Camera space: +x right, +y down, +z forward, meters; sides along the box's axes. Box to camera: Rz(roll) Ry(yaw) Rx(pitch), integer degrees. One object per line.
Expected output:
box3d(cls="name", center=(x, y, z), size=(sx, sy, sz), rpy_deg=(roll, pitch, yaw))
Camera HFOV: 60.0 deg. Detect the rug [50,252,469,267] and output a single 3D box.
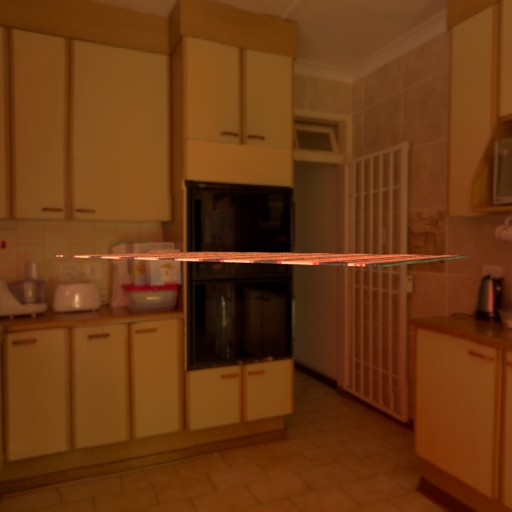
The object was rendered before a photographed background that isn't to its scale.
box3d(cls="rug", center=(0.000, 0.000, 2.308), size=(1.825, 0.009, 1.221), rpy_deg=(1, 2, 36))
